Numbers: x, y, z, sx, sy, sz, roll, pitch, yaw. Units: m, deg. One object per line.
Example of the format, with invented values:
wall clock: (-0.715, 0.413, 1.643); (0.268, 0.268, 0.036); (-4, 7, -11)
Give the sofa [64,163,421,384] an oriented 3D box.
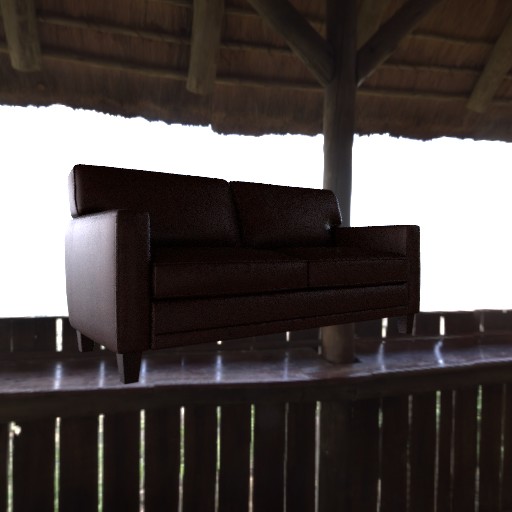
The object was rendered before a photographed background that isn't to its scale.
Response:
sofa: (0.000, 0.000, 2.444); (1.876, 0.928, 0.912); (-1, 1, -35)
